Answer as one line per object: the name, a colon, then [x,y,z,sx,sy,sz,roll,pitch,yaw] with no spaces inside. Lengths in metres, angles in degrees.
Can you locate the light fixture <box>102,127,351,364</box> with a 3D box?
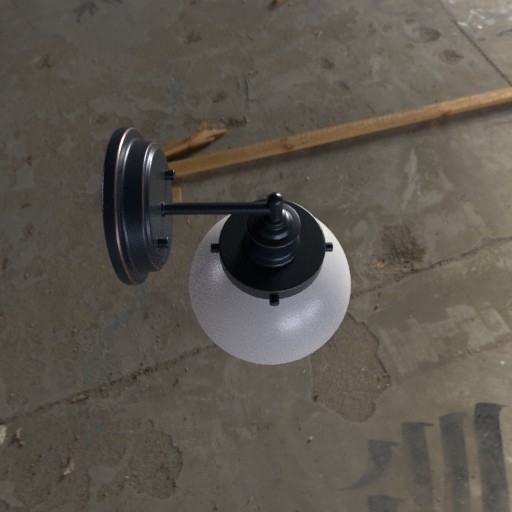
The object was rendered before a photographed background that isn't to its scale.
light fixture: [0.000,0.000,0.483,0.230,0.332,0.197,-1,63,0]
